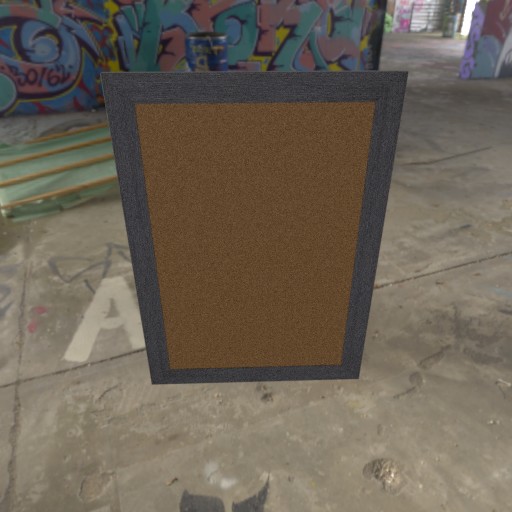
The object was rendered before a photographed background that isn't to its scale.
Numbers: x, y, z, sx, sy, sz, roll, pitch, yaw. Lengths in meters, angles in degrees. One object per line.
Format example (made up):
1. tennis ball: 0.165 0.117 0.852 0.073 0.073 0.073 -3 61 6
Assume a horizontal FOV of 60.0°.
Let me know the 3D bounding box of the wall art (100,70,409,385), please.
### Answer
1. wall art: 0.000 0.000 1.382 0.768 1.070 0.020 -1 30 -2
